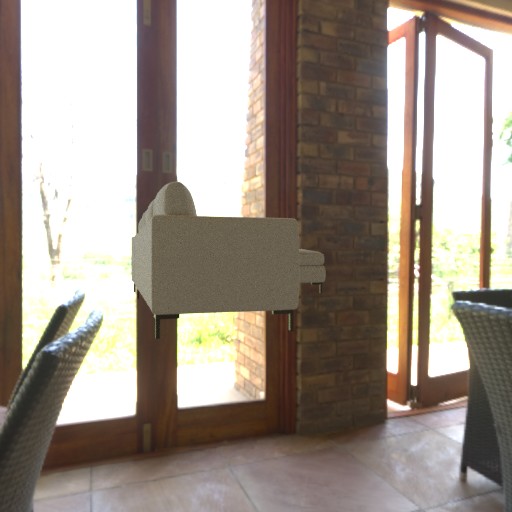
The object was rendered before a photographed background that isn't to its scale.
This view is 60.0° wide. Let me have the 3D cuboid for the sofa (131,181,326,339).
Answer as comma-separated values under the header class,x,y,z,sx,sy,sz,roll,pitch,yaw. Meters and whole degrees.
class,x,y,z,sx,sy,sz,roll,pitch,yaw
sofa,0.000,0.000,3.869,2.007,0.815,2.949,0,0,-18
